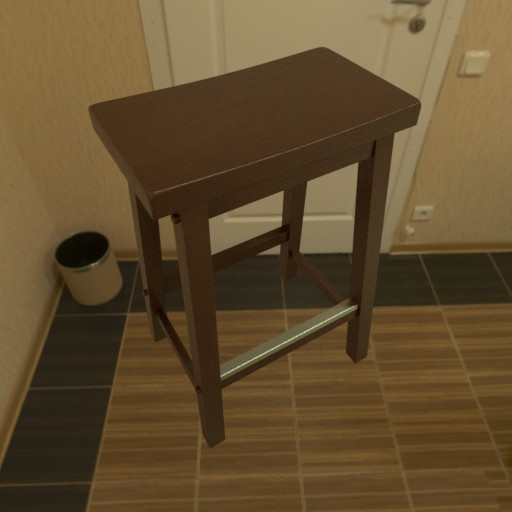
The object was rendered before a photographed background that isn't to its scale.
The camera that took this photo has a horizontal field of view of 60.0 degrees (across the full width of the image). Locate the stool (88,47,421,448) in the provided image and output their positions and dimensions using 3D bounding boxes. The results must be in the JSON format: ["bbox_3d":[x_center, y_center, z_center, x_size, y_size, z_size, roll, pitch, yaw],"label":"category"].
[{"bbox_3d":[0.000,0.000,0.831,0.406,0.610,0.322,-23,51,-21],"label":"stool"}]
